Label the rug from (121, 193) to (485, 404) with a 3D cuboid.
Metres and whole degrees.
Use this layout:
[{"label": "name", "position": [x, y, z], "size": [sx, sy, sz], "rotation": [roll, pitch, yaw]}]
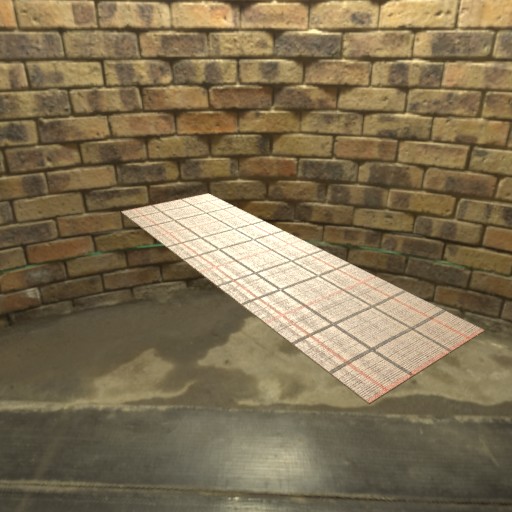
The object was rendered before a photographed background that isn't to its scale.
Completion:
[{"label": "rug", "position": [0.000, 0.000, 2.670], "size": [0.762, 0.008, 2.439], "rotation": [-17, 31, -32]}]
